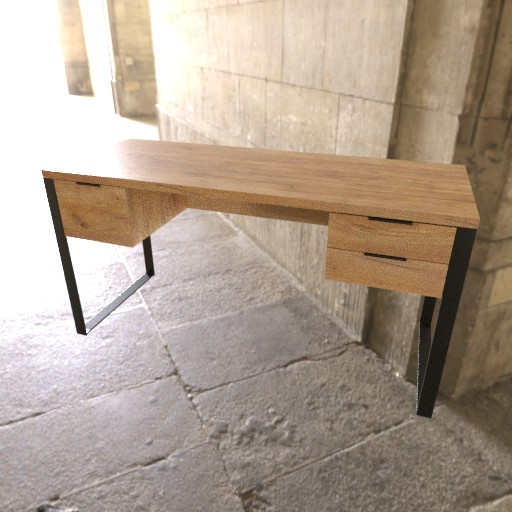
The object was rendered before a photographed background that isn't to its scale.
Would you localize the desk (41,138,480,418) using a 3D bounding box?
[{"bbox_3d":[0.000,0.000,1.871,1.520,0.760,0.600,9,28,17],"label":"desk"}]
